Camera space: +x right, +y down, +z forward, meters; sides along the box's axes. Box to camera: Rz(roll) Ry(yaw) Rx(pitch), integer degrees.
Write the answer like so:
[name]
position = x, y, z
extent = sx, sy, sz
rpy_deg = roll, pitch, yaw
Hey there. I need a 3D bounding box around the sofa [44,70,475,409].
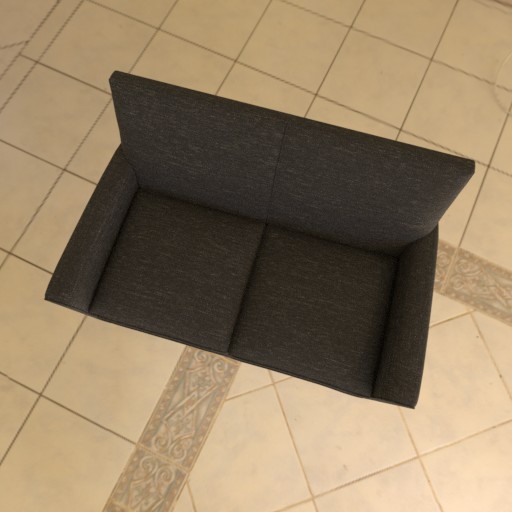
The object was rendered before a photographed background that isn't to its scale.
[sofa]
position = 0.000, 0.000, 1.873
extent = 1.420, 0.846, 0.875
rpy_deg = 16, 75, 4
